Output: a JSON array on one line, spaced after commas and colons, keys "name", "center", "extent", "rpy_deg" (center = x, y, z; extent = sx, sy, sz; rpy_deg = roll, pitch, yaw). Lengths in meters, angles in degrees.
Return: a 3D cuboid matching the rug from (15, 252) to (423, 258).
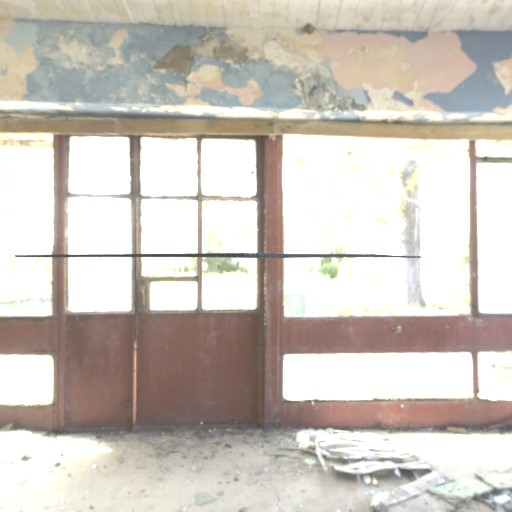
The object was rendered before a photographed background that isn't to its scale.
[{"name": "rug", "center": [0.000, 0.000, 2.184], "extent": [1.145, 0.021, 1.777], "rpy_deg": [0, 0, 35]}]
